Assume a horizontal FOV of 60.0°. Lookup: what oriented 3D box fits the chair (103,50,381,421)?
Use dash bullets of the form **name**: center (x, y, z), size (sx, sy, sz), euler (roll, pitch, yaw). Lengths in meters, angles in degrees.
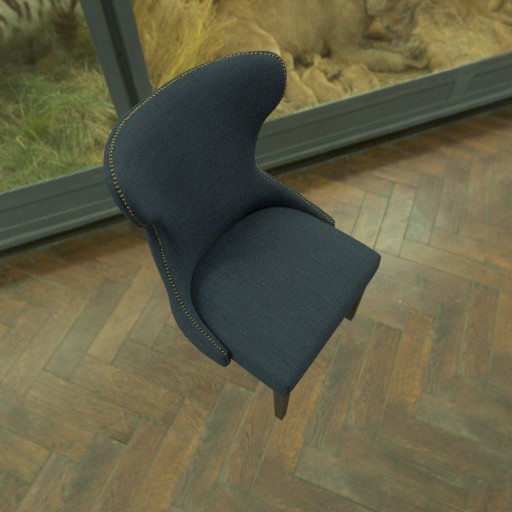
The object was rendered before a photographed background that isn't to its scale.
- **chair**: center (0.000, 0.000, 1.381), size (0.635, 0.967, 0.628), euler (33, 63, 19)
